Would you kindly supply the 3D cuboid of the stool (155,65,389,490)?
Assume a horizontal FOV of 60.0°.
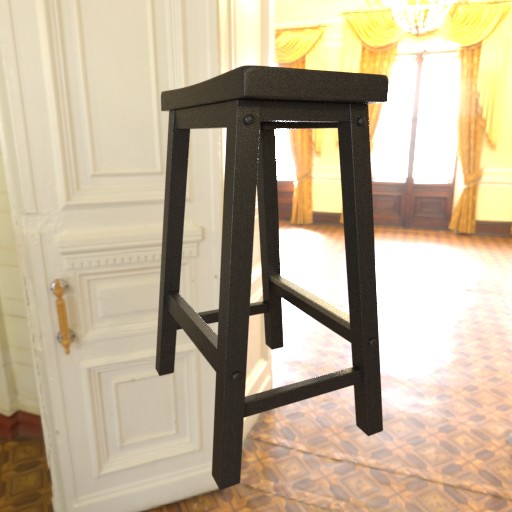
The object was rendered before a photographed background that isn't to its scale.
[{"bbox_3d":[0.000,0.000,0.841,0.322,0.610,0.406,-7,17,-25],"label":"stool"}]
